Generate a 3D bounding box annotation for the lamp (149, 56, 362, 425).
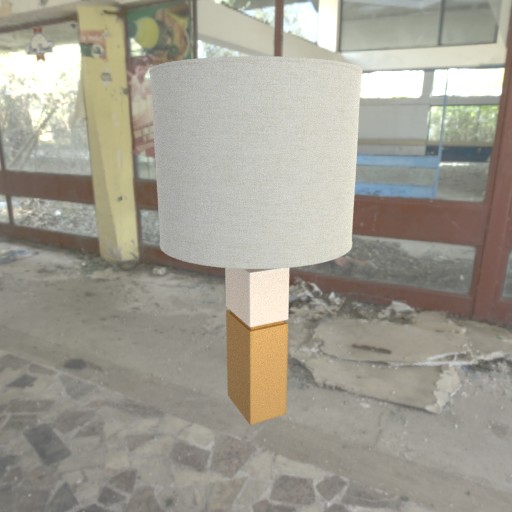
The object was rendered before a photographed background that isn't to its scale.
[{"bbox_3d":[0.000,0.000,0.543,0.229,0.417,0.229,-8,17,-25],"label":"lamp"}]
